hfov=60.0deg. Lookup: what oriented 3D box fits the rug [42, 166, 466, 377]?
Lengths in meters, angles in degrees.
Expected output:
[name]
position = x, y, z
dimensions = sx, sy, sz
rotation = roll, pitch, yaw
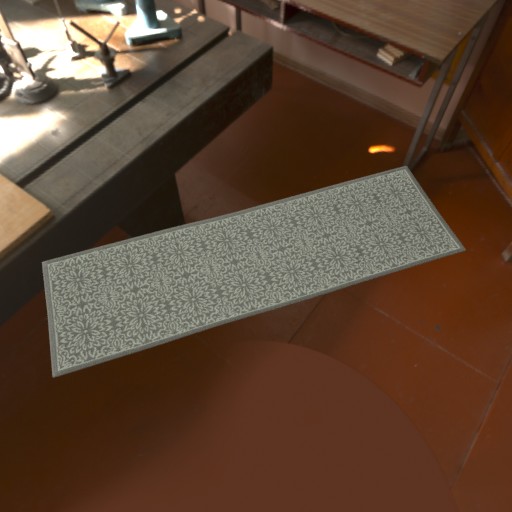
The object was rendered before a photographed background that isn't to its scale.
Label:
[rug]
position = 0.000, 0.000, 2.395
dimensions = 2.196, 0.011, 0.662
rotation = -16, 59, -10
